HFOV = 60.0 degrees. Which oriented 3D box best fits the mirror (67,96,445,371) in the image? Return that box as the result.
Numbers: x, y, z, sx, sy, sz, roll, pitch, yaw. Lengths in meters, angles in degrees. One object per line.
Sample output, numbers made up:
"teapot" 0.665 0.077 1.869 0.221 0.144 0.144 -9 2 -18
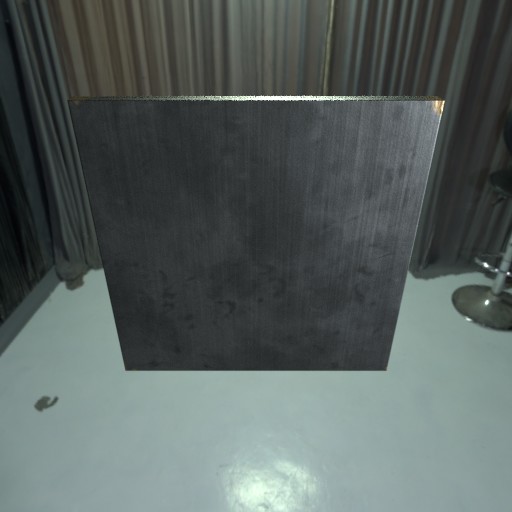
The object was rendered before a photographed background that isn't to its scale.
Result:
"mirror" 0.000 0.000 0.555 0.382 0.381 0.020 0 32 0
